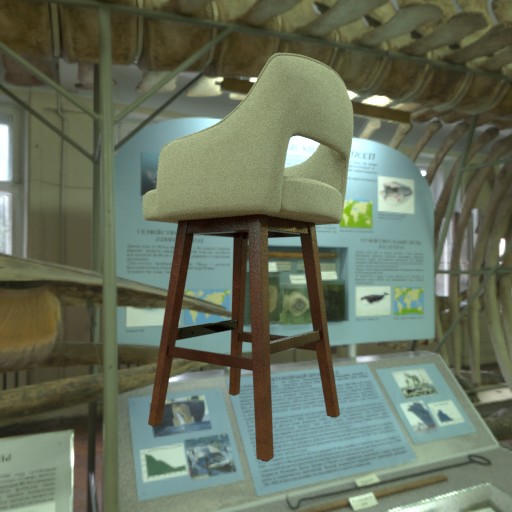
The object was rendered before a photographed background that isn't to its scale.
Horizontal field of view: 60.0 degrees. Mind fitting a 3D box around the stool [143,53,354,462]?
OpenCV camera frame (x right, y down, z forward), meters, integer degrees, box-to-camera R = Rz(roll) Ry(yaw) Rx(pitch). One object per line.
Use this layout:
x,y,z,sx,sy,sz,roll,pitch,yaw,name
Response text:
0.000,0.000,1.391,0.560,1.041,0.550,-1,-1,36,stool
